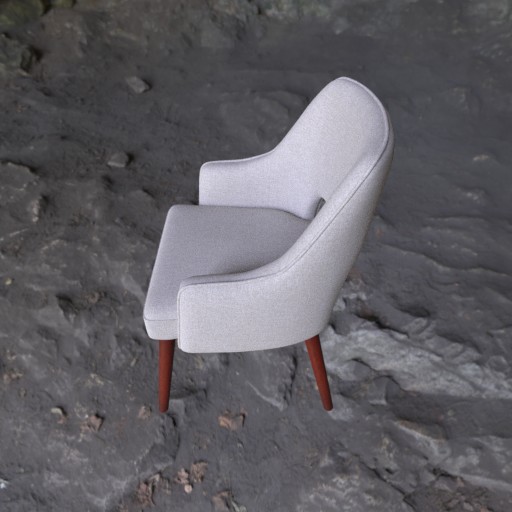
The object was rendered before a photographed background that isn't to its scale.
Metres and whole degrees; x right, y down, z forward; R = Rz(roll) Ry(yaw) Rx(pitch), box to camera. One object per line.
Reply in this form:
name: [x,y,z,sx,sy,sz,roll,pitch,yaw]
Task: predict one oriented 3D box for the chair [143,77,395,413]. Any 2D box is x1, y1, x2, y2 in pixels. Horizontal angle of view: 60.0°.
chair: [0.000,0.000,1.210,0.580,0.840,0.560,0,41,0]
